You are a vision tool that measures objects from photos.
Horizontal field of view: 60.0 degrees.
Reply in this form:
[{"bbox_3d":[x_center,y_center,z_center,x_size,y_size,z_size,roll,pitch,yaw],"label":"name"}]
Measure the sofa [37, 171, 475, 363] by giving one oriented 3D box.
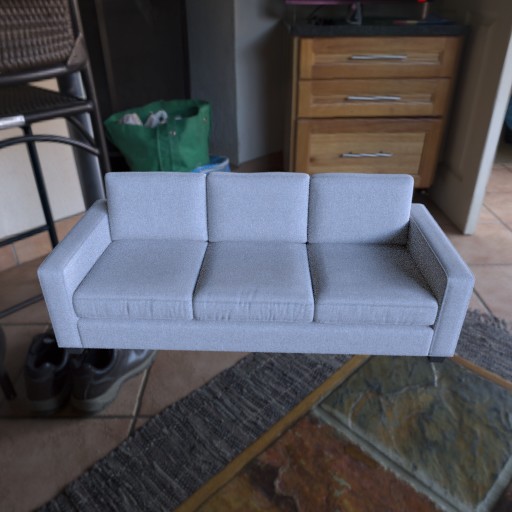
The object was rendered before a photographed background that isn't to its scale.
[{"bbox_3d":[0.000,0.000,2.569,2.120,0.800,0.900,1,30,2],"label":"sofa"}]
